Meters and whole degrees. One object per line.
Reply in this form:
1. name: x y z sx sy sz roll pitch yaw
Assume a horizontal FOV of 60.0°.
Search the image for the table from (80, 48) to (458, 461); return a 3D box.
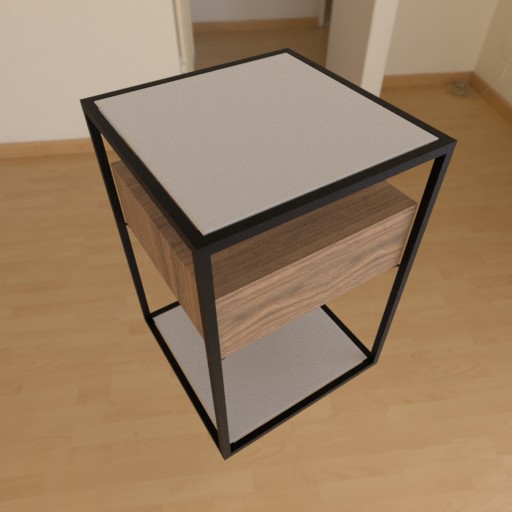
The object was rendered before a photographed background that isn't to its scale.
1. table: 0.000 0.000 0.805 0.378 0.540 0.378 -24 50 -22
